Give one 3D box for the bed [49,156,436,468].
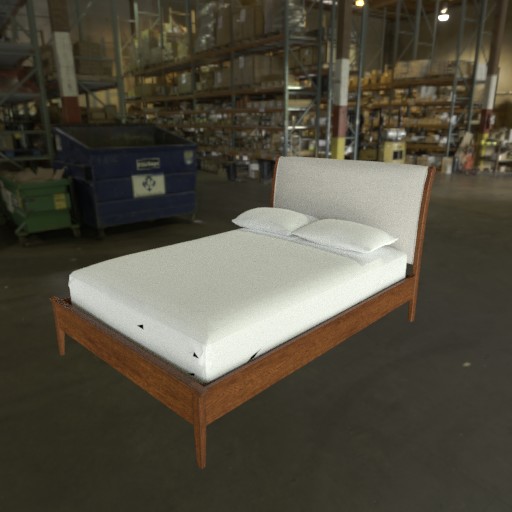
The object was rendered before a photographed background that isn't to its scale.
[{"bbox_3d":[0.000,0.000,3.246,1.612,1.250,2.380,16,23,41],"label":"bed"}]
